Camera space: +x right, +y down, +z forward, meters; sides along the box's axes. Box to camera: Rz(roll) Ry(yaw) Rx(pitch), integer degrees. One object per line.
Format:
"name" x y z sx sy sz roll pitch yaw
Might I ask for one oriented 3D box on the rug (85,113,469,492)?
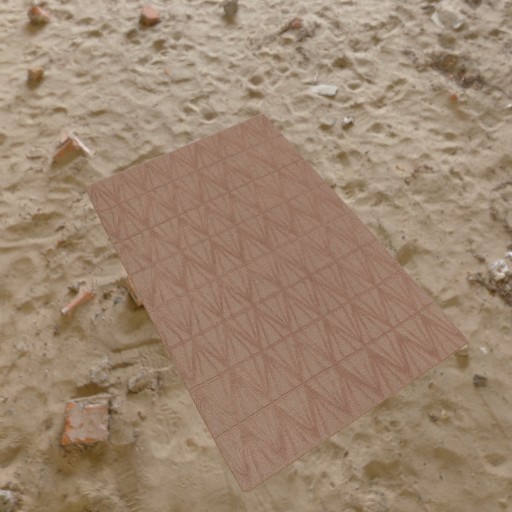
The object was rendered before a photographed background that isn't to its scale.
"rug" 0.000 0.000 2.308 1.230 0.025 1.837 -27 62 -16
